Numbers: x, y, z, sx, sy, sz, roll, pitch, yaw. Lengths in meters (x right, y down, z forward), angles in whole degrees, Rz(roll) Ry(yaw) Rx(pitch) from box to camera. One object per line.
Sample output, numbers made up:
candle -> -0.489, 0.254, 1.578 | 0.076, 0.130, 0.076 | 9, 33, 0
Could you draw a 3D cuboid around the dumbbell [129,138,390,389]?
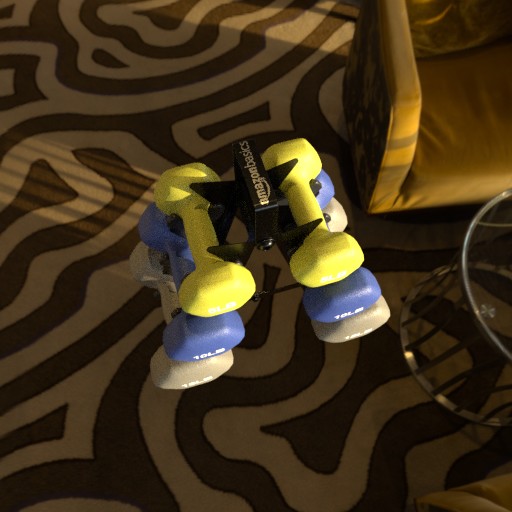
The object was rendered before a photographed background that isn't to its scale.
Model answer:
dumbbell -> 0.000, 0.000, 0.669 | 0.416, 0.426, 0.261 | -15, 65, -7
